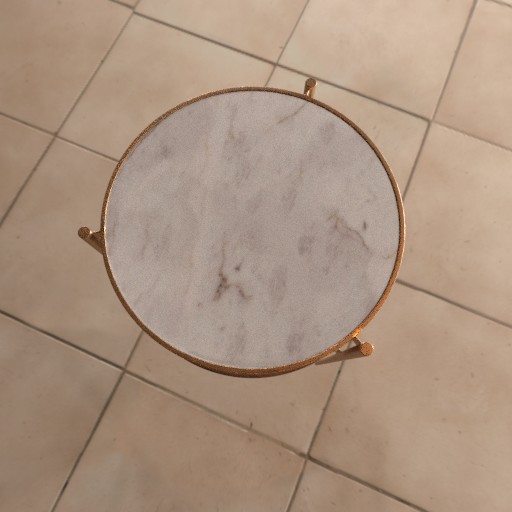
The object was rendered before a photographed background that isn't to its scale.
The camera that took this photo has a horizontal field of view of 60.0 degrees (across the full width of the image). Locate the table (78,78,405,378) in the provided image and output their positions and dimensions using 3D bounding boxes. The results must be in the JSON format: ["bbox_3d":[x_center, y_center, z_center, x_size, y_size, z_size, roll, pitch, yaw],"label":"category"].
[{"bbox_3d":[0.000,0.000,0.852,0.430,0.493,0.456,22,75,6],"label":"table"}]
